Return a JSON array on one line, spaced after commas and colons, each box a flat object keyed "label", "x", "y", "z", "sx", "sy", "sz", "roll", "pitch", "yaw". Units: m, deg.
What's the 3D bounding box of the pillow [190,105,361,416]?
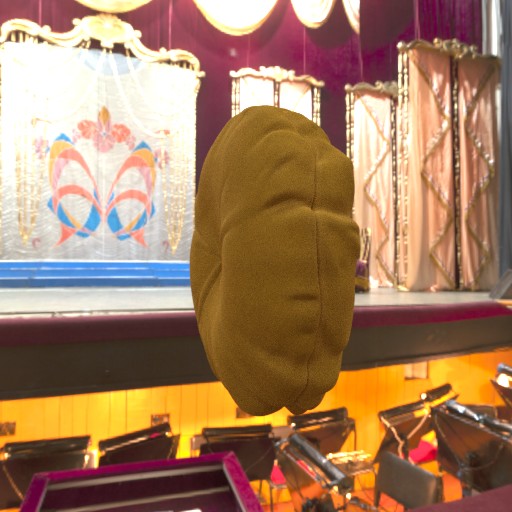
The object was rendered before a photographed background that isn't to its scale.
[{"label": "pillow", "x": 0.000, "y": 0.000, "z": 0.632, "sx": 0.148, "sy": 0.407, "sz": 0.428, "roll": 0, "pitch": -1, "yaw": -19}]
